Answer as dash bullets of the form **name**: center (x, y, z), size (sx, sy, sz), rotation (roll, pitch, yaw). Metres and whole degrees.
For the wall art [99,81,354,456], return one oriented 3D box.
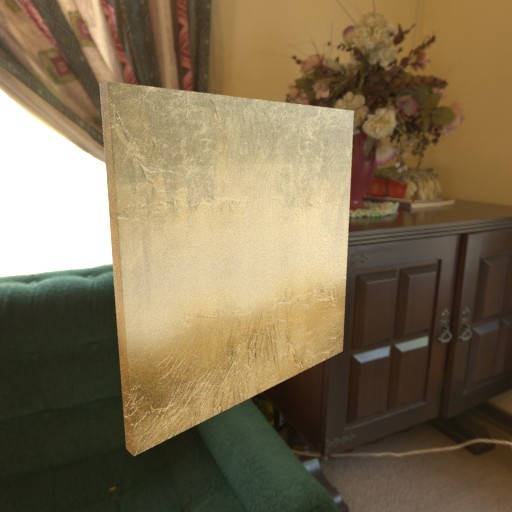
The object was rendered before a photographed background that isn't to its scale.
- **wall art**: center (0.000, 0.000, 1.636), size (1.092, 1.091, 0.051), rotation (-12, 17, -42)
